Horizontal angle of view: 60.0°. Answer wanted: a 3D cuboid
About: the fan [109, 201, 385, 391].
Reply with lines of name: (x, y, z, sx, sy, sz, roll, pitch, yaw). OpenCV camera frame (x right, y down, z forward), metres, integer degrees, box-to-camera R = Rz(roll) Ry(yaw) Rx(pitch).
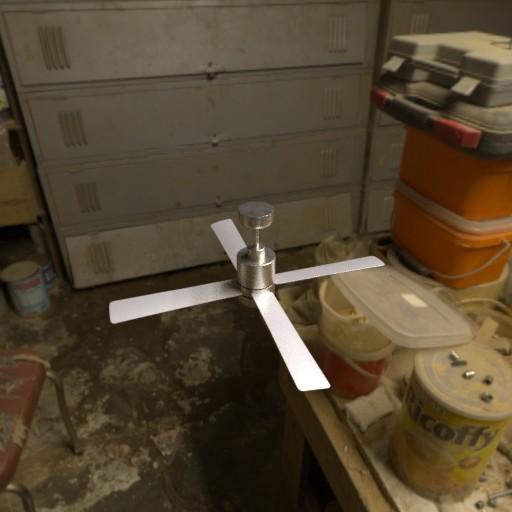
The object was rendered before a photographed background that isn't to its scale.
fan: (0.000, 0.000, 2.299, 1.525, 0.539, 1.525, -10, 34, -15)
